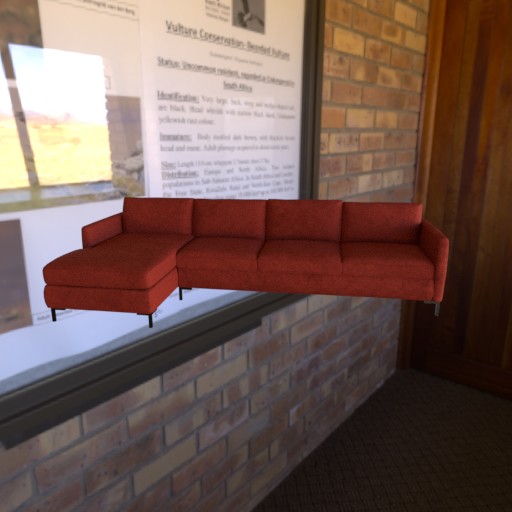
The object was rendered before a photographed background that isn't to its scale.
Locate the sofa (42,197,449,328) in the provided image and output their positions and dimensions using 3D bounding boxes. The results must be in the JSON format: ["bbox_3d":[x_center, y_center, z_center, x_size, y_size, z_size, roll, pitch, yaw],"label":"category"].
[{"bbox_3d":[0.000,0.000,3.010,2.467,0.663,1.136,2,15,8],"label":"sofa"}]
